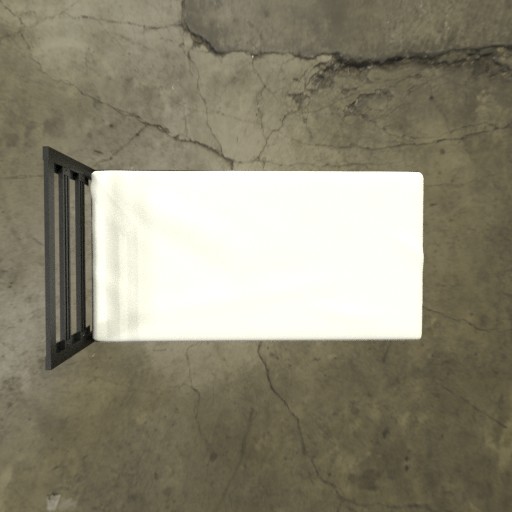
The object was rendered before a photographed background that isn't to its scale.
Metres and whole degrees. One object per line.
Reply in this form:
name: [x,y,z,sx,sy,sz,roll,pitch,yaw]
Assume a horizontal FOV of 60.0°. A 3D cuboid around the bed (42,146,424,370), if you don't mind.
bed: [0.000,0.000,2.470,1.930,0.967,0.991,0,91,-2]
